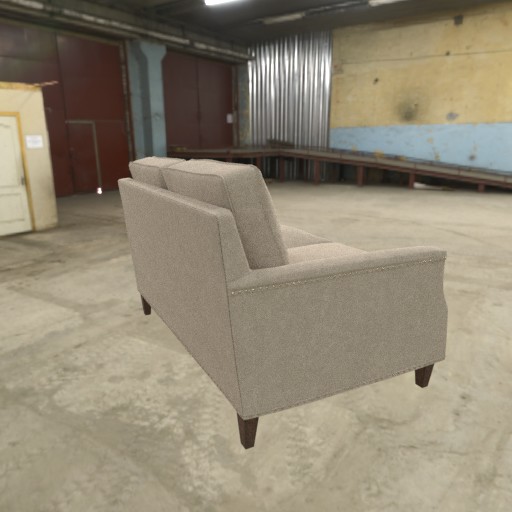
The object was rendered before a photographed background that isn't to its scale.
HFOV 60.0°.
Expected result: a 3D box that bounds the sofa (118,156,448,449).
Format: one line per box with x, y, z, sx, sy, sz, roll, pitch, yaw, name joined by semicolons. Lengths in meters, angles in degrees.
0.000;0.000;2.292;1.084;1.002;1.597;-7;16;-27;sofa
